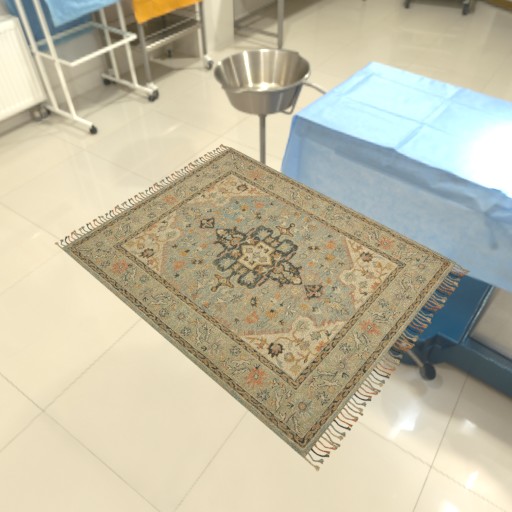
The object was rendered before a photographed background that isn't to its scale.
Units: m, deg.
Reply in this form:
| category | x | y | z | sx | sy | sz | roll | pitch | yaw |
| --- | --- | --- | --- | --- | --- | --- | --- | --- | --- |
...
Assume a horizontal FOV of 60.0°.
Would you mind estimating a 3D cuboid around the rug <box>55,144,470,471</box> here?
| category | x | y | z | sx | sy | sz | roll | pitch | yaw |
| --- | --- | --- | --- | --- | --- | --- | --- | --- | --- |
| rug | 0.000 | 0.000 | 2.277 | 1.730 | 0.009 | 1.278 | 33 | 55 | 27 |
